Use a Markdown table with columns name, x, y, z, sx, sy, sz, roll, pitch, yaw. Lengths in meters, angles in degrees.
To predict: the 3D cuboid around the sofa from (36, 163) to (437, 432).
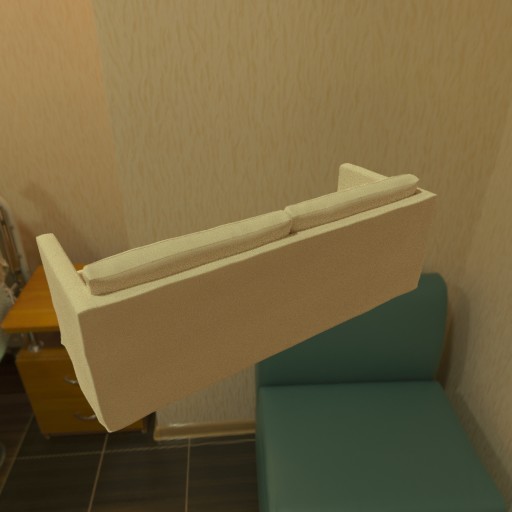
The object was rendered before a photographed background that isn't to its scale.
| name | x | y | z | sx | sy | sz | roll | pitch | yaw |
| --- | --- | --- | --- | --- | --- | --- | --- | --- | --- |
| sofa | 0.000 | 0.000 | 3.301 | 2.779 | 0.999 | 1.036 | -18 | 34 | -29 |
